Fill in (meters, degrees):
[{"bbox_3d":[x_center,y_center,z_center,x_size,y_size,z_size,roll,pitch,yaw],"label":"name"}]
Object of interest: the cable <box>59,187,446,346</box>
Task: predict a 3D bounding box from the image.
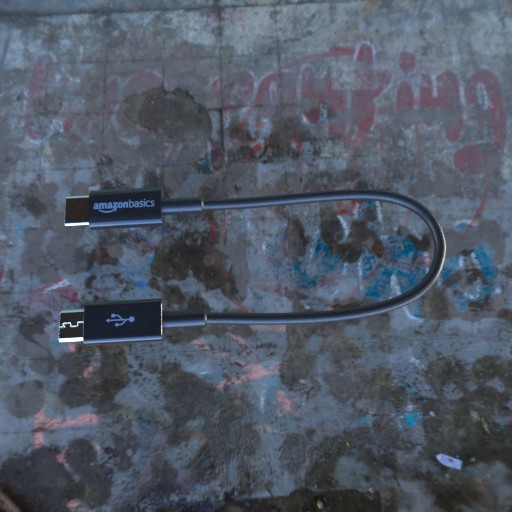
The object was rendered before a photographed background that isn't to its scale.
[{"bbox_3d":[0.000,0.000,0.114,0.098,0.006,0.040,-3,76,-1],"label":"cable"}]
